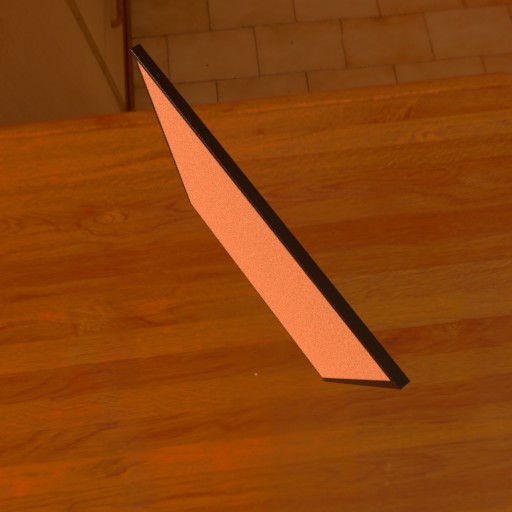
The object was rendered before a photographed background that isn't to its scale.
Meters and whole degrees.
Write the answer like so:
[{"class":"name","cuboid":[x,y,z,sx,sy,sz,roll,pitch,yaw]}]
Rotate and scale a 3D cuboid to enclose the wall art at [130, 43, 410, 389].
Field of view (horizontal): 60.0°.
[{"class":"wall art","cuboid":[0.000,0.000,0.672,0.012,0.458,0.457,-36,78,-9]}]
